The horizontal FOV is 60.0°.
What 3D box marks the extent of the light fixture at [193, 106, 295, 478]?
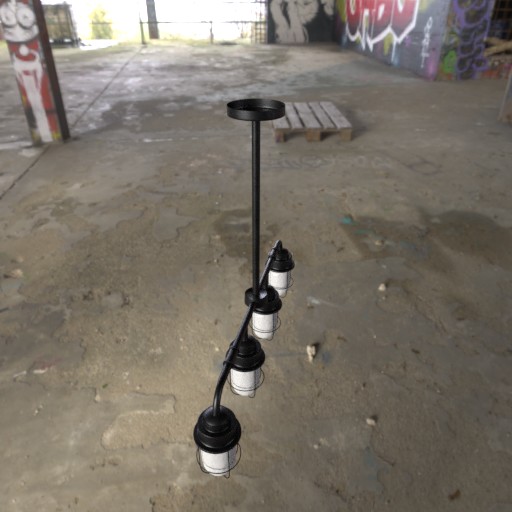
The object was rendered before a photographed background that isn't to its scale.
[{"bbox_3d":[0.000,0.000,1.189,0.131,0.785,0.852,7,31,12],"label":"light fixture"}]
